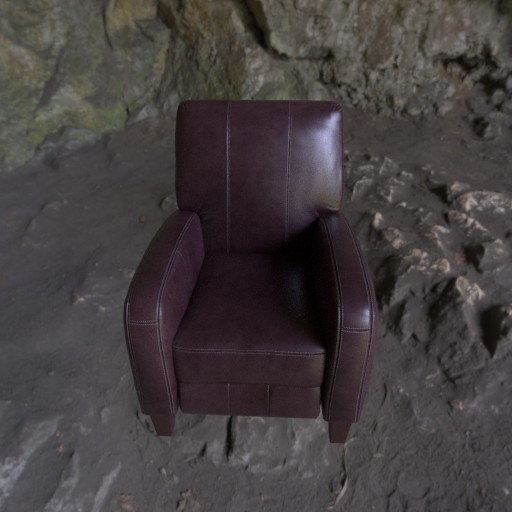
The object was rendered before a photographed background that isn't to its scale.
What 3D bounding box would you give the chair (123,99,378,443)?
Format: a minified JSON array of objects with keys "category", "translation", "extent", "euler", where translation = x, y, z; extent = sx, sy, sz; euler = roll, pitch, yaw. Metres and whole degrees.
[{"category":"chair","translation":[0.000,0.000,1.668],"extent":[0.762,0.990,0.990],"euler":[1,31,2]}]
